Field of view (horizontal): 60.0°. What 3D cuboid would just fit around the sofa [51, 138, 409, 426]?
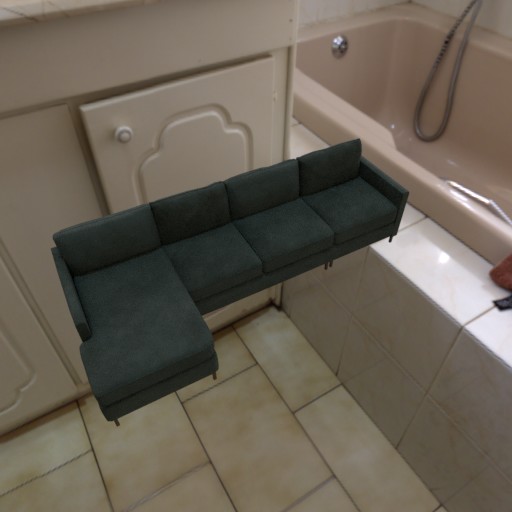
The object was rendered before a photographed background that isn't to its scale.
[{"bbox_3d":[0.000,0.000,4.164,3.400,0.967,1.500,-21,49,-20],"label":"sofa"}]
